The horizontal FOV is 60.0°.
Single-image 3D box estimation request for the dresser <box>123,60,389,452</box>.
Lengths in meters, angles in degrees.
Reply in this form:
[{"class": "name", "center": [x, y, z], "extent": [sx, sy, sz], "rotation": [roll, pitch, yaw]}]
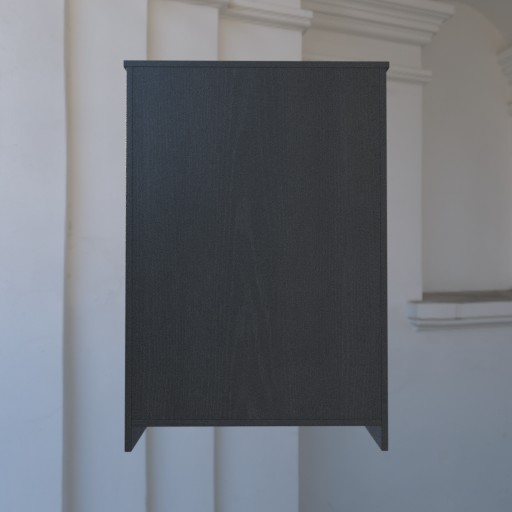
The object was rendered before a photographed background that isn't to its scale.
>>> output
[{"class": "dresser", "center": [0.000, 0.000, 1.354], "extent": [0.700, 1.020, 0.398], "rotation": [0, -1, -1]}]
